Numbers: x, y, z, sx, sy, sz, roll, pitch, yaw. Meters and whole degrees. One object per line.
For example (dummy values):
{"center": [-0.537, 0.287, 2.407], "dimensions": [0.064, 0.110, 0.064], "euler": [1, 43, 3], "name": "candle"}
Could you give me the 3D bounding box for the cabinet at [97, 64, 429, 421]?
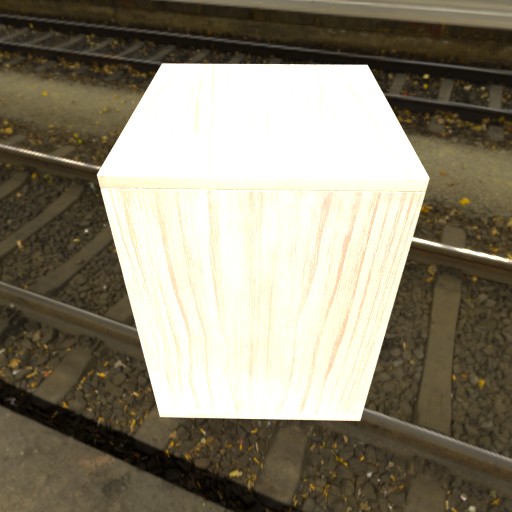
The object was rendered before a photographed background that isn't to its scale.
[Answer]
{"center": [0.000, 0.000, 0.846], "dimensions": [0.401, 0.579, 0.409], "euler": [1, 40, 1], "name": "cabinet"}
